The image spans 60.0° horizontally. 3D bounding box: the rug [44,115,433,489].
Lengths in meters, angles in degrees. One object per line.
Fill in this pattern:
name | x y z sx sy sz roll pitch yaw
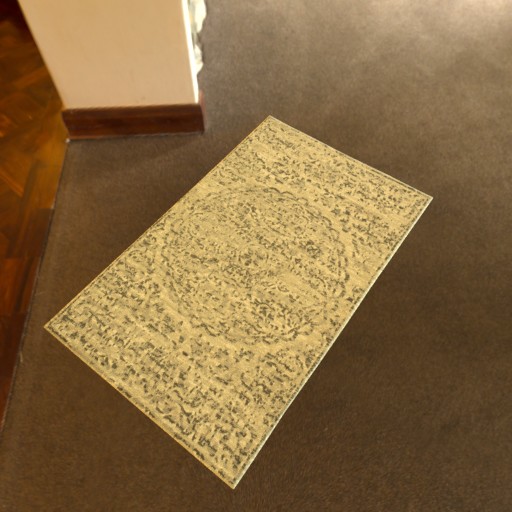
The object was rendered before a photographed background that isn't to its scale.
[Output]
rug | 0.000 0.000 3.076 1.527 0.021 2.447 32 63 19
